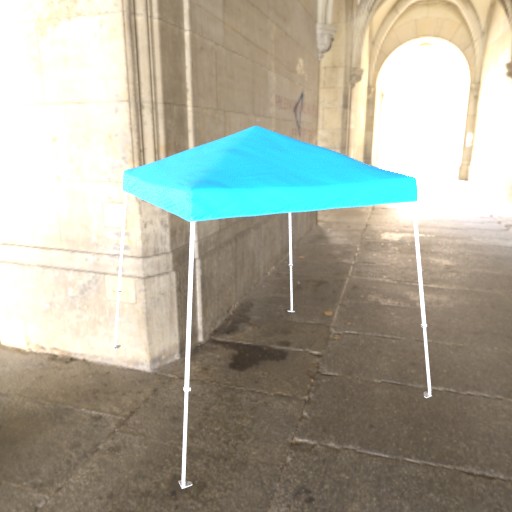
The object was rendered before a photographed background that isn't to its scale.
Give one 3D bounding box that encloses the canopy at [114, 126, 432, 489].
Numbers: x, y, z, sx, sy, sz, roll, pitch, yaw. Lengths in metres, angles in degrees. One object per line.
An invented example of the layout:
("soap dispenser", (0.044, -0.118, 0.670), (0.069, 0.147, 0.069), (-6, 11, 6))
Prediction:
("canopy", (0.000, 0.000, 5.053), (2.848, 2.849, 2.849), (-8, 17, -27))
